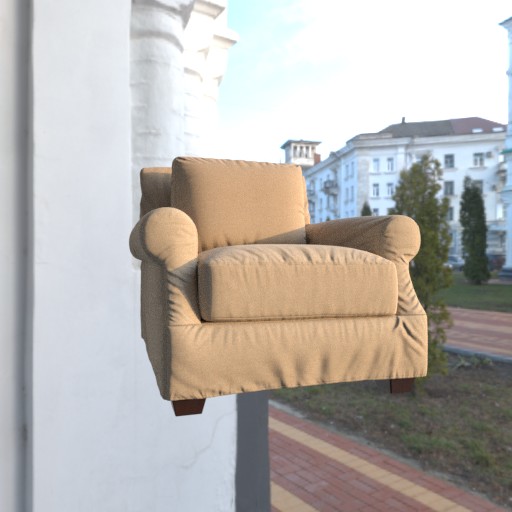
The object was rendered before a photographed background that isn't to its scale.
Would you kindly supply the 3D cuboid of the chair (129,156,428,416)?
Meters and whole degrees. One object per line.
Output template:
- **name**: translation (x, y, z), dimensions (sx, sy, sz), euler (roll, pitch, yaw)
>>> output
- **chair**: translation (0.000, 0.000, 1.738), dimensions (0.940, 0.866, 1.066), euler (0, 0, -17)
